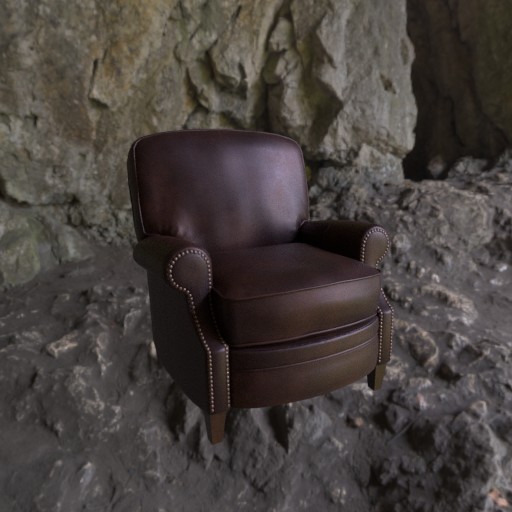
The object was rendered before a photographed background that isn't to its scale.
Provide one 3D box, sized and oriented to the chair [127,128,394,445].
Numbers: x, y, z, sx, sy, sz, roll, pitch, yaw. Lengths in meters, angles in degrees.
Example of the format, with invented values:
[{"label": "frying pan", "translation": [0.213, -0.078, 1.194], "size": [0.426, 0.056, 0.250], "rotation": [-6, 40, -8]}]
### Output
[{"label": "chair", "translation": [0.000, 0.000, 1.807], "size": [0.936, 1.018, 0.986], "rotation": [-7, 16, -27]}]
